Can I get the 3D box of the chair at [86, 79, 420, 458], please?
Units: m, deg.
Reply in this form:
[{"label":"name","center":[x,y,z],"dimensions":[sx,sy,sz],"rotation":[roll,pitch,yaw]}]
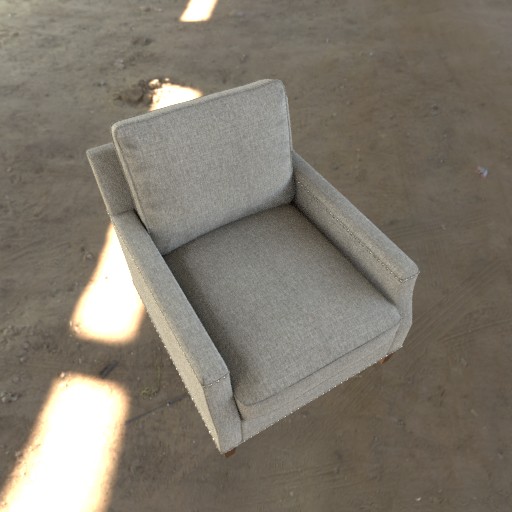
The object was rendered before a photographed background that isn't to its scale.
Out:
[{"label":"chair","center":[0.000,0.000,1.703],"dimensions":[0.853,0.943,1.014],"rotation":[-24,53,-20]}]
